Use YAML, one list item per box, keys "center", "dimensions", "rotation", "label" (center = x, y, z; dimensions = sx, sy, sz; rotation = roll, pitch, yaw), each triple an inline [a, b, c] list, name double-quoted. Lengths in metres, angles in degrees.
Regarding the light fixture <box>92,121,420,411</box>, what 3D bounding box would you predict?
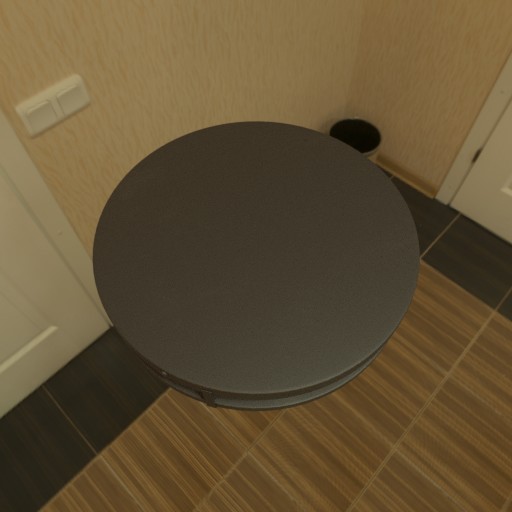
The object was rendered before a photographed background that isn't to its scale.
- center: [0.000, 0.000, 0.530]
  dimensions: [0.356, 0.102, 0.356]
  rotation: [0, 58, 0]
  label: "light fixture"
